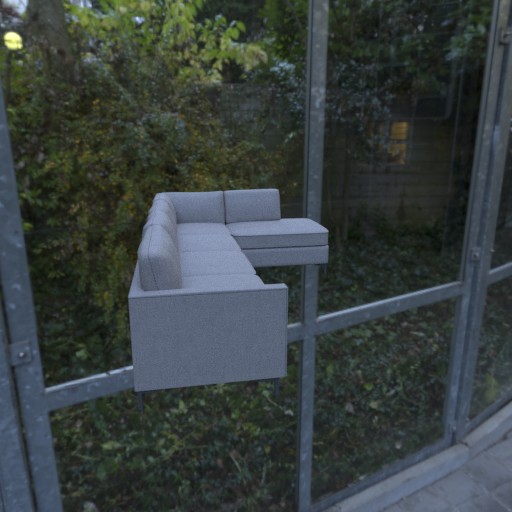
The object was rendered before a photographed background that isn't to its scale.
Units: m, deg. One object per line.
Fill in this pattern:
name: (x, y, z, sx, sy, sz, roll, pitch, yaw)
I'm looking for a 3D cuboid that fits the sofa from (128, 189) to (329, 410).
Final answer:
sofa: (0.000, 0.000, 4.274, 2.077, 0.964, 3.331, -3, 15, -10)
